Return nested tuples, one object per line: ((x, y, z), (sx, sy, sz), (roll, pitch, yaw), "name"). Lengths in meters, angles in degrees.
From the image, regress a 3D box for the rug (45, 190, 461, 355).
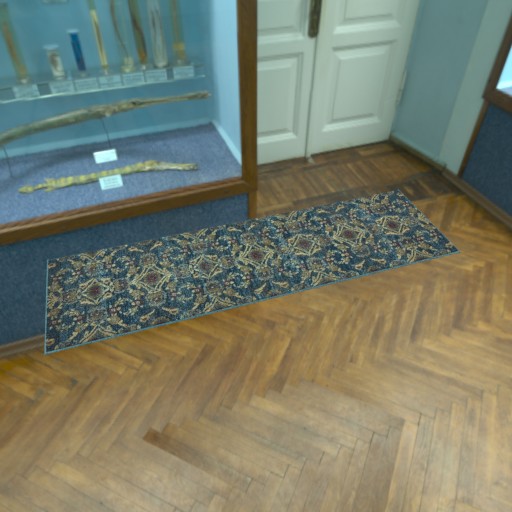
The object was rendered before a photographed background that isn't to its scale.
((0.000, 0.000, 2.561), (2.292, 0.014, 0.685), (-12, 44, -13), "rug")
